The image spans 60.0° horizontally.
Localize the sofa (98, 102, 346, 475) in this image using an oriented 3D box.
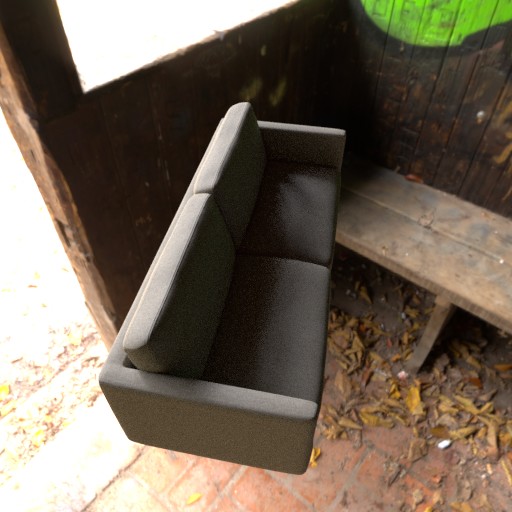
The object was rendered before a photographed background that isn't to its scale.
[{"bbox_3d":[0.000,0.000,2.700,0.956,0.963,2.208,8,47,7],"label":"sofa"}]
